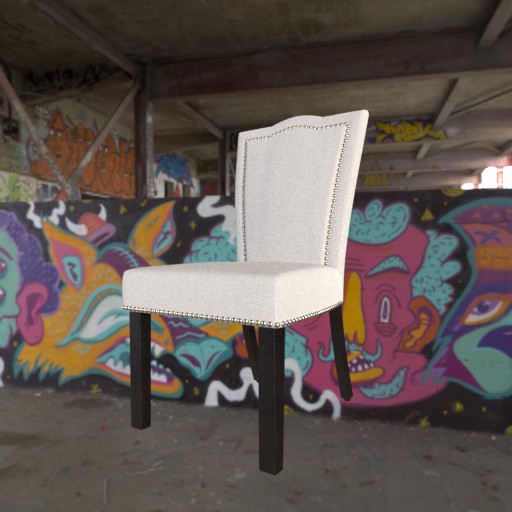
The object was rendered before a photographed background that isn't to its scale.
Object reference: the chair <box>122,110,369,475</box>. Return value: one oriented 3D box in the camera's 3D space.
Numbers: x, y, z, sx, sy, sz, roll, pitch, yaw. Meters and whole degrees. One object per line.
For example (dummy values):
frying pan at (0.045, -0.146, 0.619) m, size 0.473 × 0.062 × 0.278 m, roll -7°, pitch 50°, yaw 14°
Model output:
chair at (0.000, 0.000, 1.312) m, size 0.518 × 0.946 × 0.589 m, roll 1°, pitch 1°, yaw 34°
